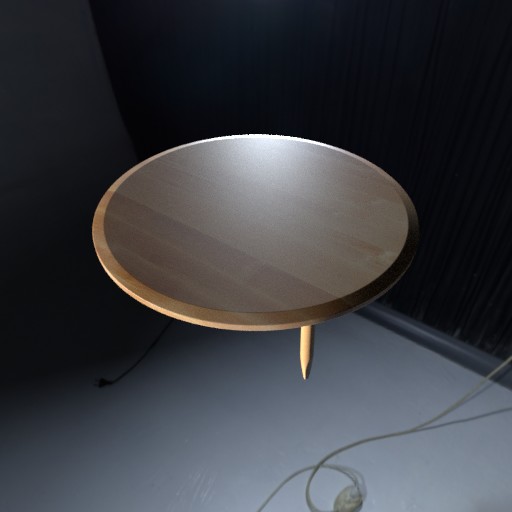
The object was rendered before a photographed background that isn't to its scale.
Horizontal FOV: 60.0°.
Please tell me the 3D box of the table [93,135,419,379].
[{"bbox_3d":[0.000,0.000,1.392,0.900,0.400,0.900,0,41,0],"label":"table"}]
